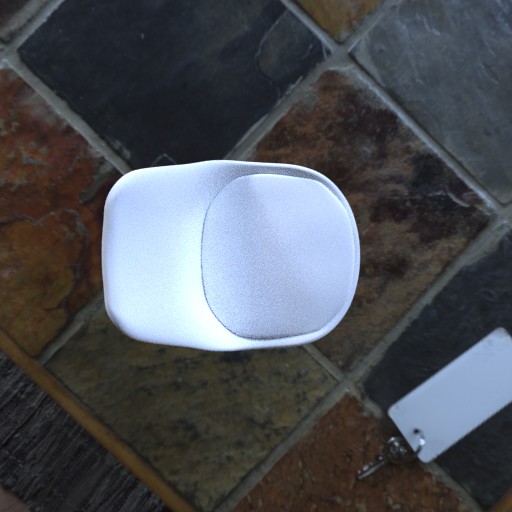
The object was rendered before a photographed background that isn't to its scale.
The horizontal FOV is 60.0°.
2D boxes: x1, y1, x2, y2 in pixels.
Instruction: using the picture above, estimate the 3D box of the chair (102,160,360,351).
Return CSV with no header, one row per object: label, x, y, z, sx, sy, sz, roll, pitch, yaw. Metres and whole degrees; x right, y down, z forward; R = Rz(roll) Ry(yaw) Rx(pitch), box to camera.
chair,0.000,0.000,1.198,0.550,0.849,0.485,0,90,0
